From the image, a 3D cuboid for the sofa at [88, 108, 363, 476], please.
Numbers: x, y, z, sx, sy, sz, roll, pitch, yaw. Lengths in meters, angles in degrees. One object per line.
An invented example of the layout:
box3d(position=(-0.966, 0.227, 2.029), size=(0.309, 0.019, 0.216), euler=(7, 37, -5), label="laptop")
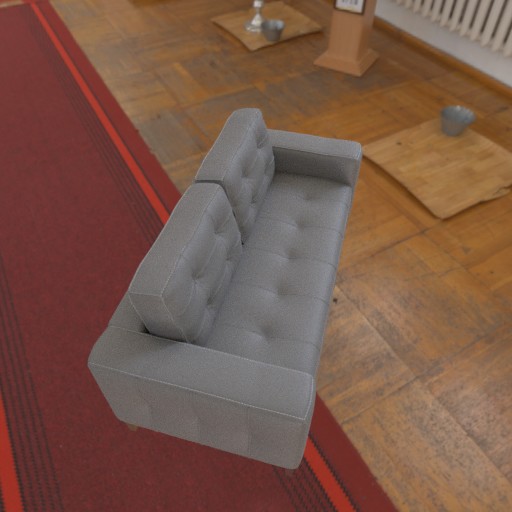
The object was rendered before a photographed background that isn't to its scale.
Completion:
box3d(position=(0.000, 0.000, 2.206), size=(0.833, 0.892, 1.726), euler=(11, 48, 10), label="sofa")
